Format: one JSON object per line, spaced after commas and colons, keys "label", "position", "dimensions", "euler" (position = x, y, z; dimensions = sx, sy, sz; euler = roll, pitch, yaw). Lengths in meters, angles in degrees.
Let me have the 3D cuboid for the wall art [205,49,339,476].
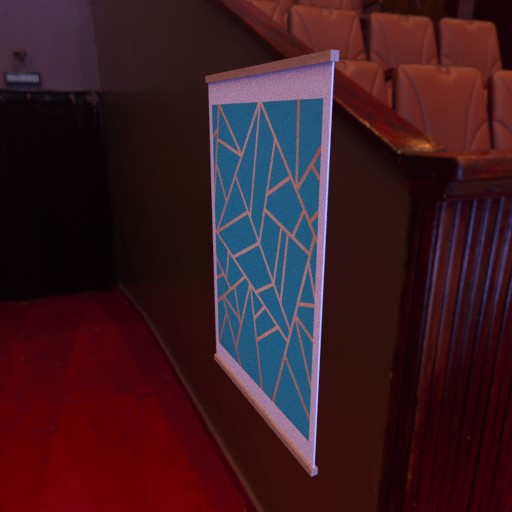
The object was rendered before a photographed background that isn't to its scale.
{"label": "wall art", "position": [0.000, 0.000, 1.923], "dimensions": [0.030, 1.519, 0.990], "euler": [-9, 20, -26]}
